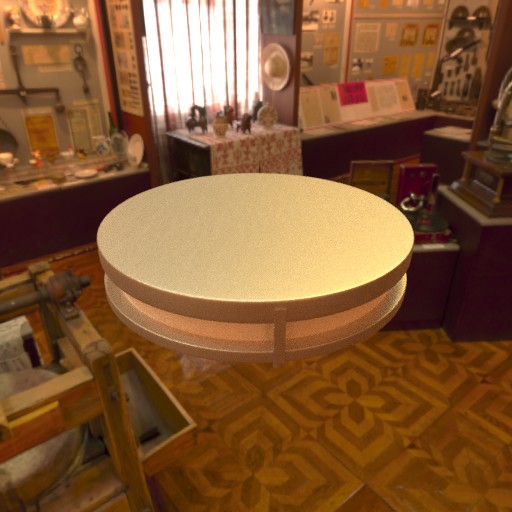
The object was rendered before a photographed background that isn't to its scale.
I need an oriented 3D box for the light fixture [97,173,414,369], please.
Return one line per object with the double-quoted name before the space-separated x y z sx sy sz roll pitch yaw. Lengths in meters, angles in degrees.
"light fixture" 0.000 0.000 0.542 0.356 0.102 0.356 0 28 0
